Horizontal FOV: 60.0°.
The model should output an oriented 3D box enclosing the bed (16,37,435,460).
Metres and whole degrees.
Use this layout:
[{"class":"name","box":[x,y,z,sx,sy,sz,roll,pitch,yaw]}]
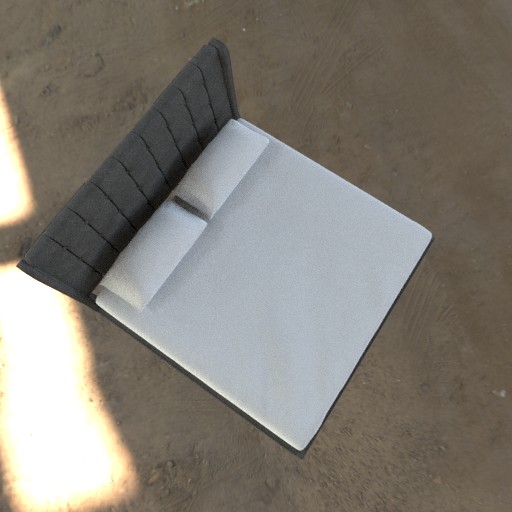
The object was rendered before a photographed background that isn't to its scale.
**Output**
[{"class":"bed","box":[0.000,0.000,2.504,1.638,0.933,1.531,33,77,9]}]
